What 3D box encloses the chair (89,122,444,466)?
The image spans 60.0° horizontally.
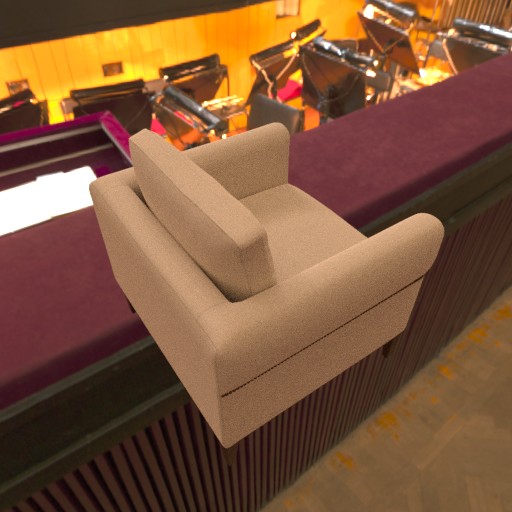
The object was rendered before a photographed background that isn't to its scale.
[{"bbox_3d":[0.000,0.000,1.720,0.896,0.915,0.982,-25,48,-25],"label":"chair"}]
